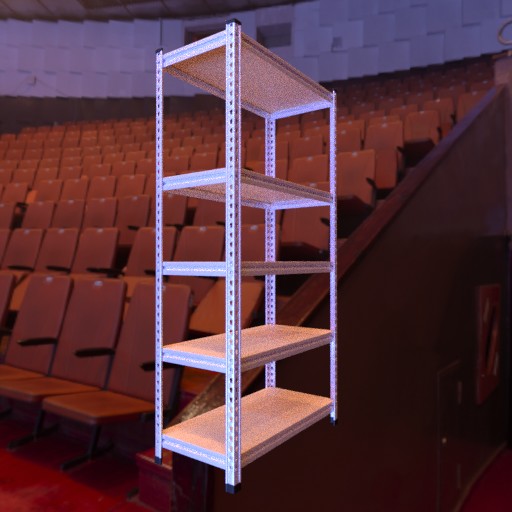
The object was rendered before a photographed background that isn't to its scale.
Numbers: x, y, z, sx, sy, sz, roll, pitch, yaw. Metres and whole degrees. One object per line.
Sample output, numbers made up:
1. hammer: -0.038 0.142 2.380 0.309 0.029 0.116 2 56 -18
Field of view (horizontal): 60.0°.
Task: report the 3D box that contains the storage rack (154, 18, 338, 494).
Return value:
1. storage rack: 0.000 0.000 2.202 0.457 1.829 0.914 0 -1 36
